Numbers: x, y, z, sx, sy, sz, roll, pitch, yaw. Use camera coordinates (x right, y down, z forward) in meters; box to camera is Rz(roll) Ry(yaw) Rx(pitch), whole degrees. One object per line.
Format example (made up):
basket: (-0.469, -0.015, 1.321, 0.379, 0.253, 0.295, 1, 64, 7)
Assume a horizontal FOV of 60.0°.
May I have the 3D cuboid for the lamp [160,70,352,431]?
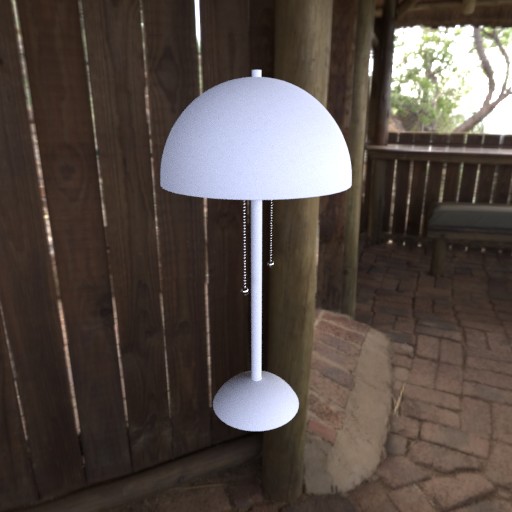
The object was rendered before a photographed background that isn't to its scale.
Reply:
lamp: (0.000, 0.000, 0.426, 0.171, 0.330, 0.171, 0, 18, 0)
